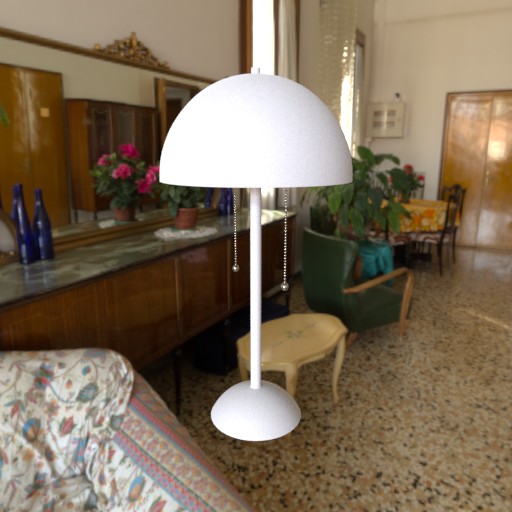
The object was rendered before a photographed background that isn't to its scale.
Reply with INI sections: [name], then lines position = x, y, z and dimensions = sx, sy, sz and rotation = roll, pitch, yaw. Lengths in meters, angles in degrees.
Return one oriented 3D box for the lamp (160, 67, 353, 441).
[lamp]
position = 0.000, 0.000, 0.417
dimensions = 0.171, 0.330, 0.171
rotation = 0, 13, 0
